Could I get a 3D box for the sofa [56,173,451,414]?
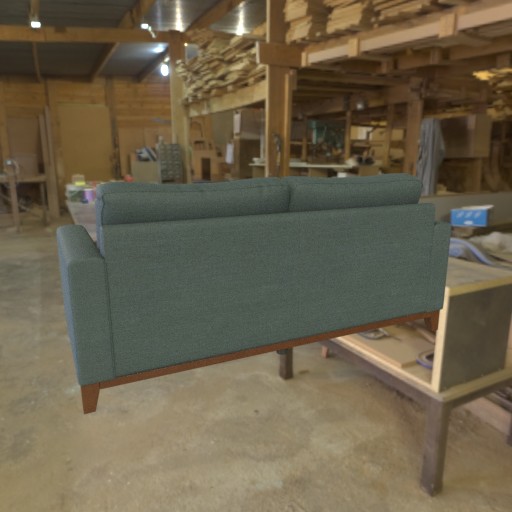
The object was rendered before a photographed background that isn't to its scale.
[{"bbox_3d":[0.000,0.000,2.368,1.900,0.865,0.877,-6,15,-25],"label":"sofa"}]
